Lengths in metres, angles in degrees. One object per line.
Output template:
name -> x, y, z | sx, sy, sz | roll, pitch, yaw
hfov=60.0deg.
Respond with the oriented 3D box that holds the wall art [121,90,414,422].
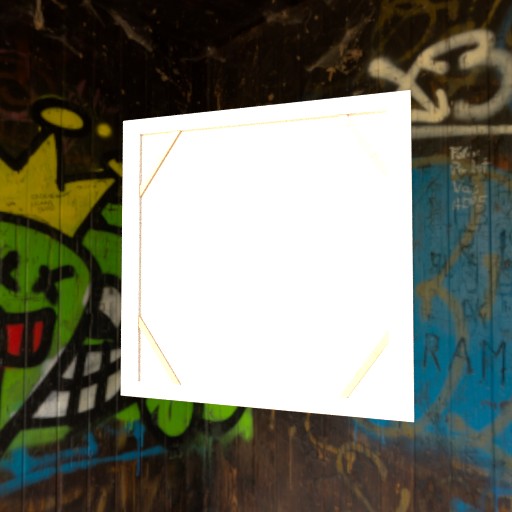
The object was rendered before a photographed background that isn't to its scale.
wall art -> 0.000, 0.000, 0.918 | 0.610, 0.610, 0.038 | -1, -2, 16
